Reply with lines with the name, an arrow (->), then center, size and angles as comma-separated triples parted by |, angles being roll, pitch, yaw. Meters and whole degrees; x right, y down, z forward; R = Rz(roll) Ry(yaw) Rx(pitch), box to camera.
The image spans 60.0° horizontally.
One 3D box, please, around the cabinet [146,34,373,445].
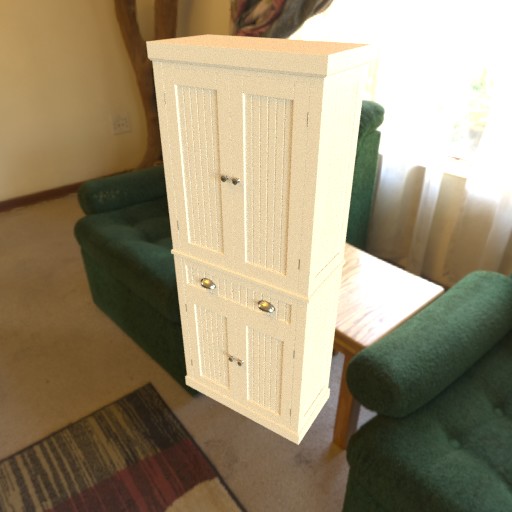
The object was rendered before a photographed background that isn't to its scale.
cabinet -> 0.000, 0.000, 2.102 | 0.754, 1.829, 0.390 | 18, 35, 28
